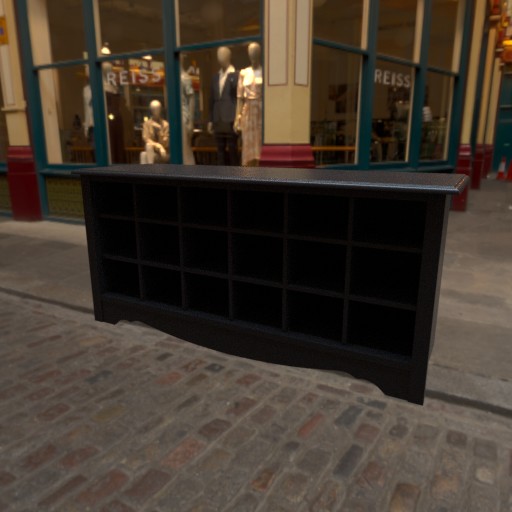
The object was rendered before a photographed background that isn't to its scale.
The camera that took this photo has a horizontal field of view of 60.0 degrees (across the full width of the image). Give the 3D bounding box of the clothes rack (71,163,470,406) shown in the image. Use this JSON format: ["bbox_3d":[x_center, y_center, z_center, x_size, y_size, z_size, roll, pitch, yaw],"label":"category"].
[{"bbox_3d":[0.000,0.000,1.481,1.219,0.556,0.406,8,17,27],"label":"clothes rack"}]
